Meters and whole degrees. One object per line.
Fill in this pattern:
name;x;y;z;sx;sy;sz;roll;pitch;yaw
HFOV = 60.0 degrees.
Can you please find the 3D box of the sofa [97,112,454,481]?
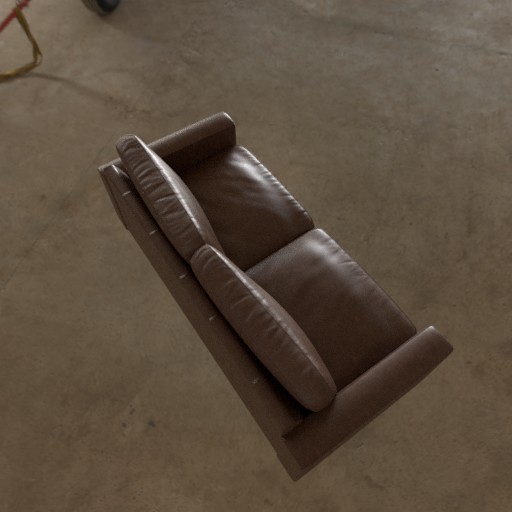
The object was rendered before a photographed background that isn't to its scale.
sofa;0.000;0.000;2.658;1.016;0.873;2.179;-30;63;-18
